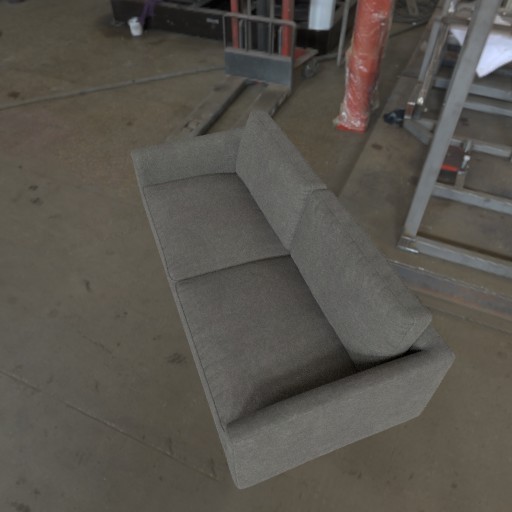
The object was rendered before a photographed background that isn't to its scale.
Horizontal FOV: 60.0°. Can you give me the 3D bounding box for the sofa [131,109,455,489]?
[{"bbox_3d":[0.000,0.000,2.734,1.092,0.838,2.257,-15,48,-14],"label":"sofa"}]
